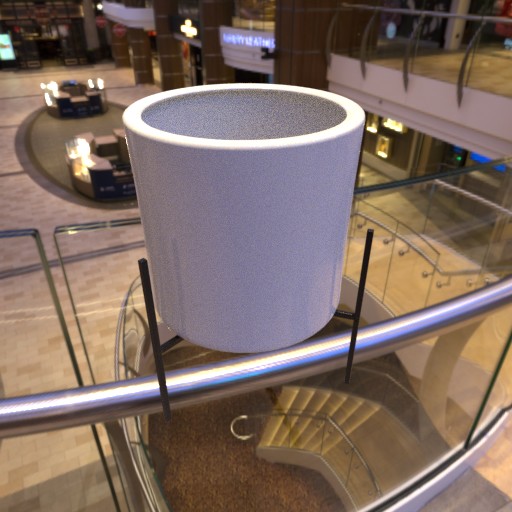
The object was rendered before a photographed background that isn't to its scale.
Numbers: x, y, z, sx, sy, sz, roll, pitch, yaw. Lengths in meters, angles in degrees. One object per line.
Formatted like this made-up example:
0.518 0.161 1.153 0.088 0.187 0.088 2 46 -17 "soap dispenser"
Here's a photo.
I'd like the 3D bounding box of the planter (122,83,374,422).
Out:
0.000 0.000 0.734 0.361 0.480 0.360 10 34 15 "planter"
